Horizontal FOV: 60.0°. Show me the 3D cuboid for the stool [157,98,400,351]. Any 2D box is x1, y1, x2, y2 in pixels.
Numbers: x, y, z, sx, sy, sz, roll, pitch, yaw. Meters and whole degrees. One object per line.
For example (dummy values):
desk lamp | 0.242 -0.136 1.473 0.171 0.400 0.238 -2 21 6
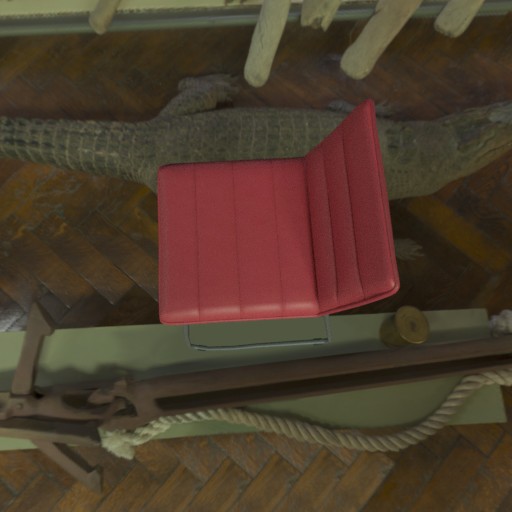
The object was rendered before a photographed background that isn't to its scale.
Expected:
stool | 0.000 0.000 1.257 0.524 0.937 0.489 -4 76 -1
